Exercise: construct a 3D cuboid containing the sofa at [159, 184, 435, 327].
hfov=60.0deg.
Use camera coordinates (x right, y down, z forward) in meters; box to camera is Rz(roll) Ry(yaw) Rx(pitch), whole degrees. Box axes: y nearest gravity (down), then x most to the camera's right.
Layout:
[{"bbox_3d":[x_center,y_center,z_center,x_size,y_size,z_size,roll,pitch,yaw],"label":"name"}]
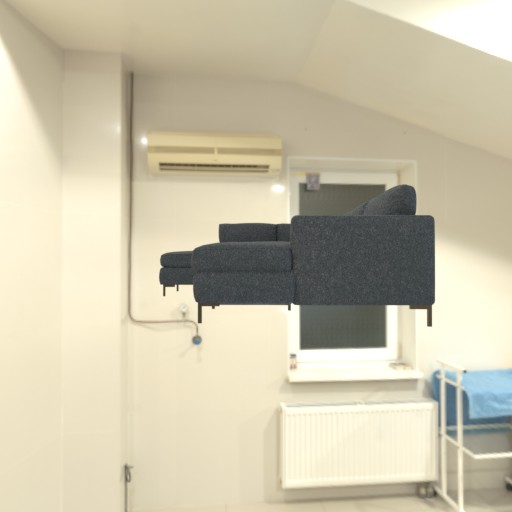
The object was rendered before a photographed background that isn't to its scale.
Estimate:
[{"bbox_3d":[0.000,0.000,3.889,2.007,0.813,2.956,0,-1,0],"label":"sofa"}]
